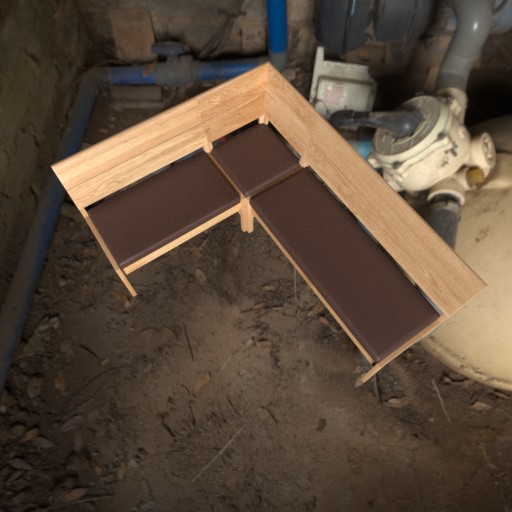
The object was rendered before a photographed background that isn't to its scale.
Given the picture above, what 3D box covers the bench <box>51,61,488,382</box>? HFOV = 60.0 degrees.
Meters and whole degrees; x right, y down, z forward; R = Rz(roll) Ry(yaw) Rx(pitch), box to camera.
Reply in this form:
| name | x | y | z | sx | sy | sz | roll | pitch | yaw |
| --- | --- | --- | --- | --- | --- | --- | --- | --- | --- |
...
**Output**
| name | x | y | z | sx | sy | sz | roll | pitch | yaw |
| --- | --- | --- | --- | --- | --- | --- | --- | --- | --- |
| bench | 0.000 | 0.000 | 2.805 | 1.549 | 0.890 | 1.975 | -32 | 68 | -15 |
